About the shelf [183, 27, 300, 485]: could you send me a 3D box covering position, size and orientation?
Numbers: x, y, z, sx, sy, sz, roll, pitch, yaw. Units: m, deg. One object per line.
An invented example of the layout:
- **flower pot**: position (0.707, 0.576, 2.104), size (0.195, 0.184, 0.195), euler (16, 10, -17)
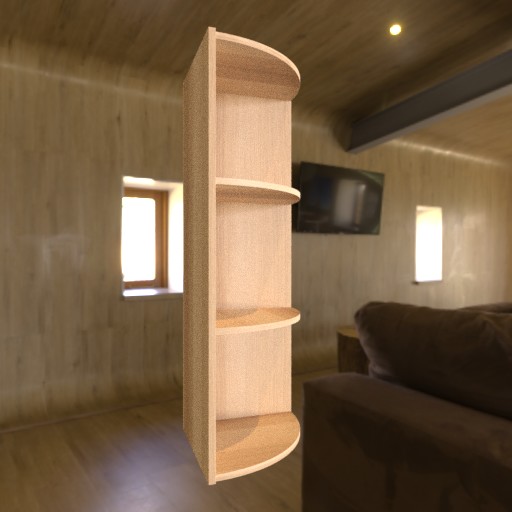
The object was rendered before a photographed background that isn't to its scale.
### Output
- **shelf**: position (0.000, 0.000, 1.027), size (0.290, 0.872, 0.290), euler (0, 0, -19)
